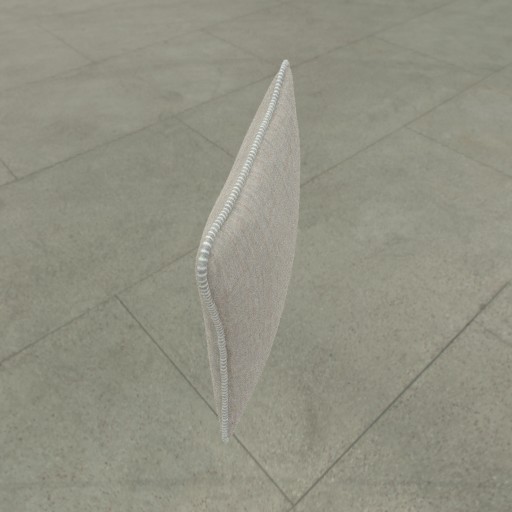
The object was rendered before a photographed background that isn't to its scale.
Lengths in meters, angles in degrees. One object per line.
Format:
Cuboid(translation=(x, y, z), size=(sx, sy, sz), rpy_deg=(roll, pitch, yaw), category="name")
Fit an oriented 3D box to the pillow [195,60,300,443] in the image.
Cuboid(translation=(0.000, 0.000, 0.759), size=(0.124, 0.494, 0.485), rpy_deg=(10, 48, 9), category="pillow")
